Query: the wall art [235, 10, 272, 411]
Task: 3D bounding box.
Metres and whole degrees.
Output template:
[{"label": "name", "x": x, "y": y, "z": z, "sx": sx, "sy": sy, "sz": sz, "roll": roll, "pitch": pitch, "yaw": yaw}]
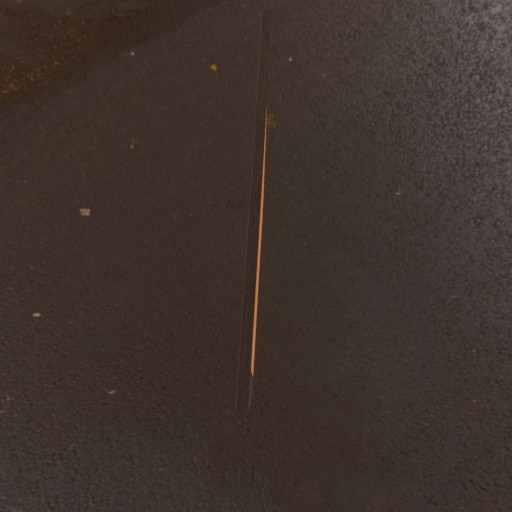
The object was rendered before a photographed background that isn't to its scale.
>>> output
[{"label": "wall art", "x": 0.000, "y": 0.000, "z": 0.763, "sx": 0.013, "sy": 0.570, "sz": 0.476, "roll": 3, "pitch": 74, "yaw": 1}]
